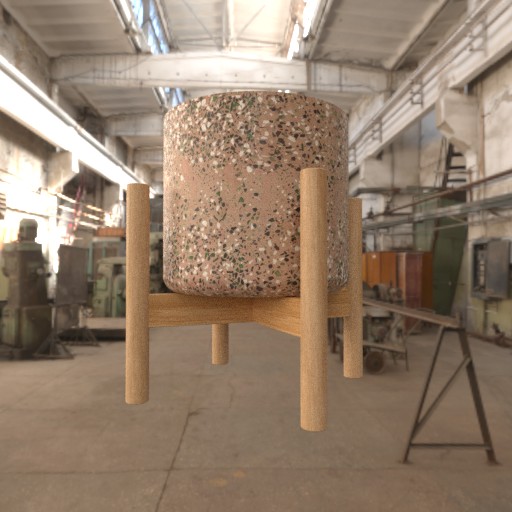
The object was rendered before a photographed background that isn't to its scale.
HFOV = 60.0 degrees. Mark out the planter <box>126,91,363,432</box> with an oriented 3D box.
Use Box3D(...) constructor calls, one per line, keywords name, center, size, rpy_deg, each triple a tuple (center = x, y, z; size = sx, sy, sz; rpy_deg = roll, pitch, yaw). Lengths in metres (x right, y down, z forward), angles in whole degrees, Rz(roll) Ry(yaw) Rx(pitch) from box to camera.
Box3D(name="planter", center=(0.000, 0.000, 0.542), size=(0.284, 0.320, 0.284), rpy_deg=(0, -1, 0))
